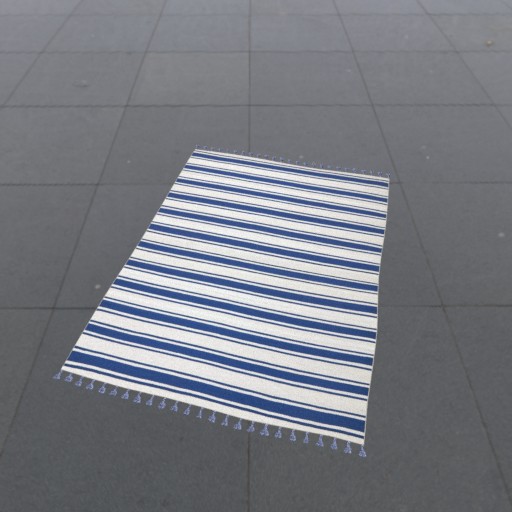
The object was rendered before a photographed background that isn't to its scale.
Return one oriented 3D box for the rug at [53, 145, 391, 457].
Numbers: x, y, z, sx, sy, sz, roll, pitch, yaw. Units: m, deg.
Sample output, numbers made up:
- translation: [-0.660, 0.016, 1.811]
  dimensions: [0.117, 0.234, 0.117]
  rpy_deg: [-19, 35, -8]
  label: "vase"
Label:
- translation: [0.000, 0.000, 4.425]
  dimensions: [2.471, 0.016, 3.416]
  rpy_deg: [11, 48, 10]
  label: "rug"
